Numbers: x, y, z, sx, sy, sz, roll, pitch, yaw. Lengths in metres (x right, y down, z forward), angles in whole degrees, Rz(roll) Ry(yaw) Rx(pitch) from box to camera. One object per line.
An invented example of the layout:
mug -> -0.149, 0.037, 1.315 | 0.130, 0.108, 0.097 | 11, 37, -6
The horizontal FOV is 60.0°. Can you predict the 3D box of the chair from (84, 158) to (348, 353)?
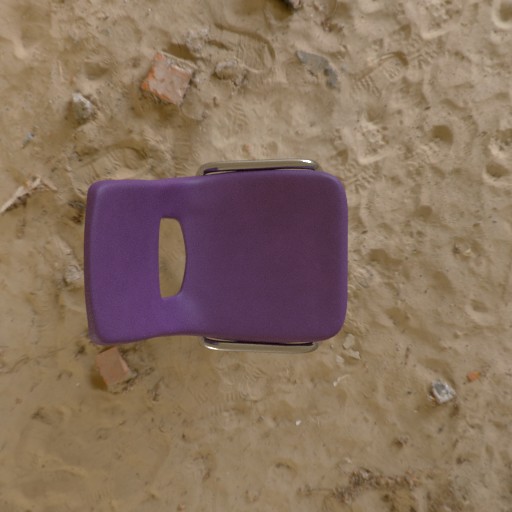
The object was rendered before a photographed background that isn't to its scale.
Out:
chair -> 0.000, 0.000, 0.911 | 0.432, 0.704, 0.381 | 0, 92, 1
